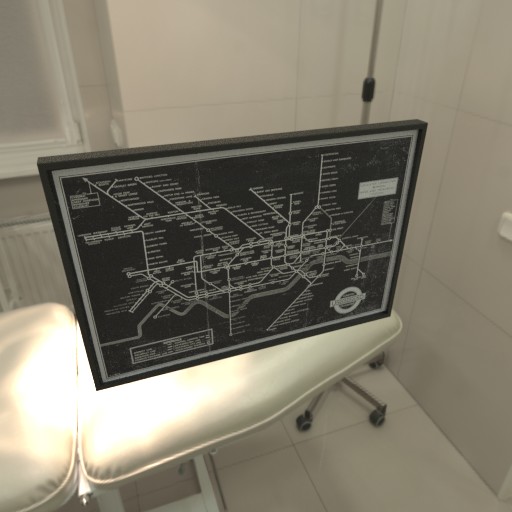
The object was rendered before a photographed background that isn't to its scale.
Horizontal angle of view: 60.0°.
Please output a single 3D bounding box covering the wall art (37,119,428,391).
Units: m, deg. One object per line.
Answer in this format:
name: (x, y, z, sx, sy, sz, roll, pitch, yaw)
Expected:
wall art: (0.000, 0.000, 0.564, 0.443, 0.301, 0.021, -11, 32, -17)
